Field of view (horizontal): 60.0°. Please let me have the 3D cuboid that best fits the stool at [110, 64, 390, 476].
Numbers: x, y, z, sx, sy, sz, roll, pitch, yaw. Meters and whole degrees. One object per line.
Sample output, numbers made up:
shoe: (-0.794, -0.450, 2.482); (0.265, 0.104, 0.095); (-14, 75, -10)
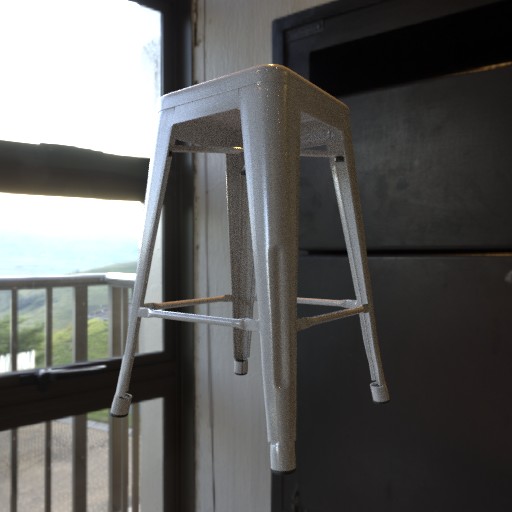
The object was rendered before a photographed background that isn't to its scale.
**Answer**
stool: (0.000, 0.000, 0.883); (0.406, 0.610, 0.406); (0, 0, 37)
